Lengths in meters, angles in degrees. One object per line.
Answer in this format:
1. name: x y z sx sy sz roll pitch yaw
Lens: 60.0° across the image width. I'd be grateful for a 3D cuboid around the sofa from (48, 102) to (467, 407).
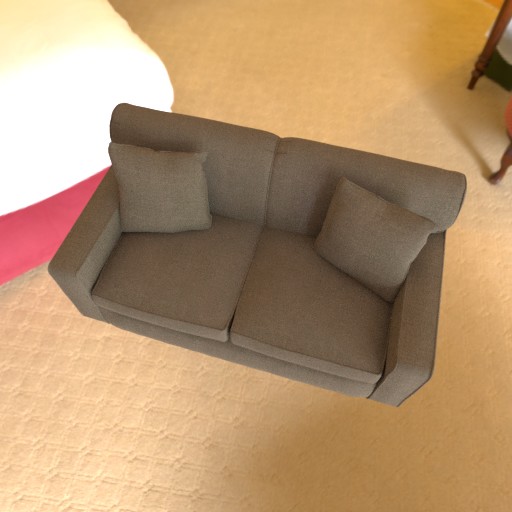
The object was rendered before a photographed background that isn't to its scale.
1. sofa: 0.000 0.000 2.361 1.846 0.958 1.000 14 59 9
